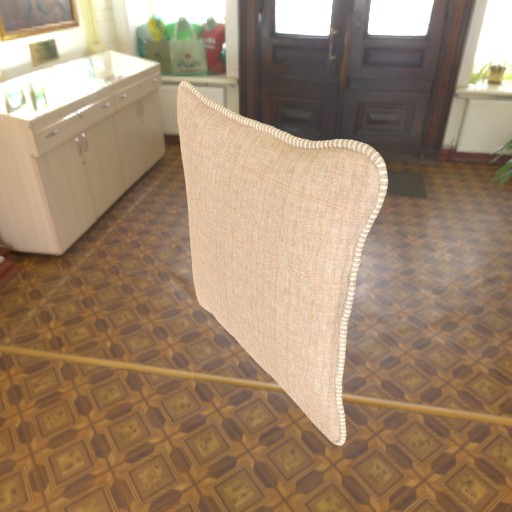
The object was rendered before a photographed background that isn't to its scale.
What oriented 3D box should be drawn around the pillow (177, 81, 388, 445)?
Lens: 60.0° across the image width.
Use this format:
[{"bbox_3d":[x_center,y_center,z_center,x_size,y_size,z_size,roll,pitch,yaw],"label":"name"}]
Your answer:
[{"bbox_3d":[0.000,0.000,0.748,0.124,0.494,0.485,-20,37,-29],"label":"pillow"}]
